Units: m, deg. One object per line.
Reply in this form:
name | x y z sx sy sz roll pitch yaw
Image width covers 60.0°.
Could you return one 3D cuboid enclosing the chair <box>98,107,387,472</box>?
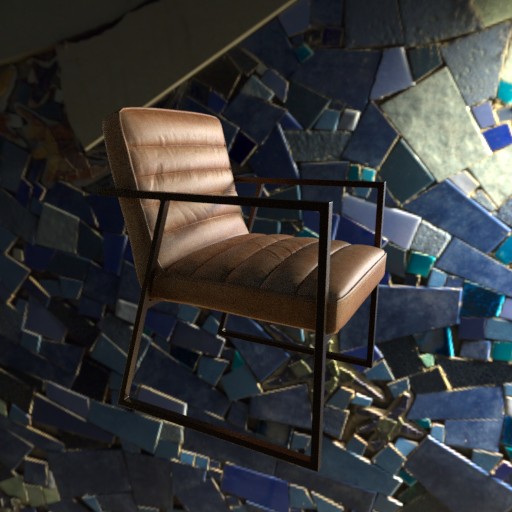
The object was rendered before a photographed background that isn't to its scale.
chair | 0.000 0.000 1.299 0.677 0.832 0.571 7 16 26
